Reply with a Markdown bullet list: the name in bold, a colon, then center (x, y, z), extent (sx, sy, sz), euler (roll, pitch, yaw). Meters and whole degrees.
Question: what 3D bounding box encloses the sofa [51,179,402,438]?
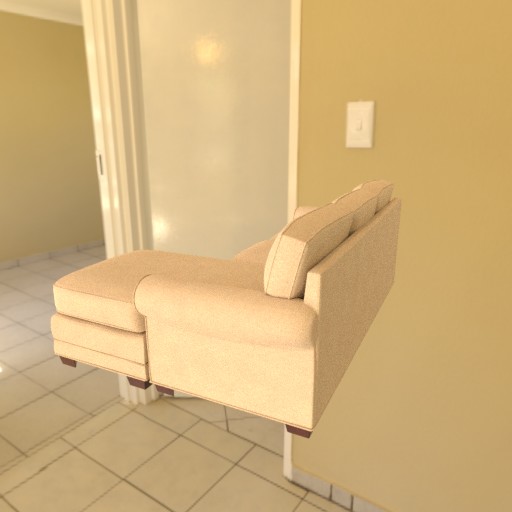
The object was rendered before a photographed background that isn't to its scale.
- **sofa**: center (0.000, 0.000, 2.365), extent (1.226, 0.734, 1.770), euler (8, 18, 25)
